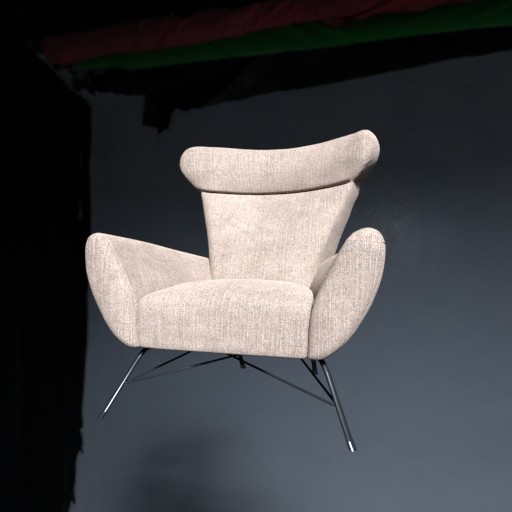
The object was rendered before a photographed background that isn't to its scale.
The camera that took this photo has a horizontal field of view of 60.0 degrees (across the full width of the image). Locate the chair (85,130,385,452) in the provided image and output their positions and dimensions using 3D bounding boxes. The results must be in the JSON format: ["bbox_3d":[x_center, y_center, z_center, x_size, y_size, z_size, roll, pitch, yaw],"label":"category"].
[{"bbox_3d":[0.000,0.000,1.726,0.980,1.040,0.900,0,0,17],"label":"chair"}]
